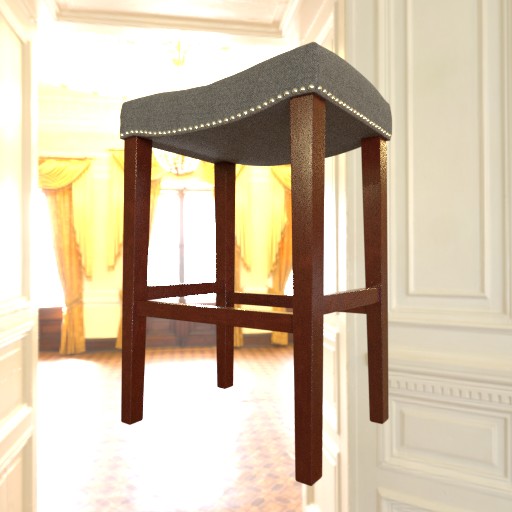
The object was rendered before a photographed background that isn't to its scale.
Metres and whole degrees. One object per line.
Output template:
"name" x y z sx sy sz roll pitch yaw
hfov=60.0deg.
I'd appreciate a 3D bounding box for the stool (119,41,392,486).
"stool" 0.000 0.000 0.996 0.504 0.742 0.372 0 0 36
